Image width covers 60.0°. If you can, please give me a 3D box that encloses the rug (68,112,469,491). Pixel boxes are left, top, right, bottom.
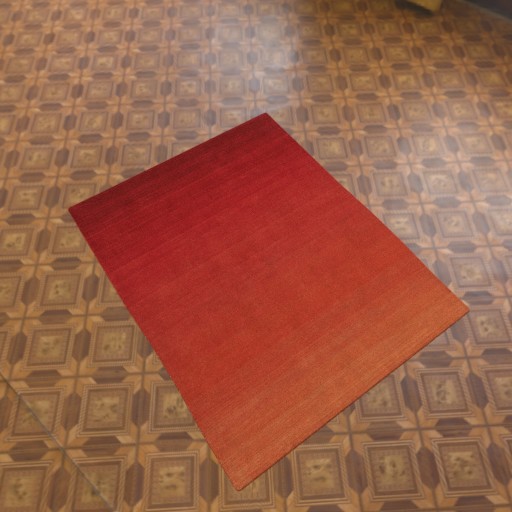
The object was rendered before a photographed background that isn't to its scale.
[{"bbox_3d":[0.000,0.000,3.935,2.340,0.028,2.905,-31,64,-17],"label":"rug"}]
